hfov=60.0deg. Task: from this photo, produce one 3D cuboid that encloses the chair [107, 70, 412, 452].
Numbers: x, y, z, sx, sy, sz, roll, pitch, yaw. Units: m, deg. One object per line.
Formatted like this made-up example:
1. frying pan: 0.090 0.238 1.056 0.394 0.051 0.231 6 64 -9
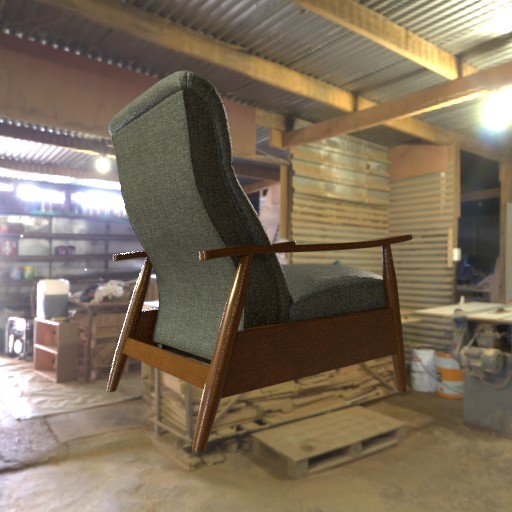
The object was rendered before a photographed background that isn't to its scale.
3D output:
1. chair: 0.000 0.000 1.786 1.030 1.082 0.762 1 -1 -37
